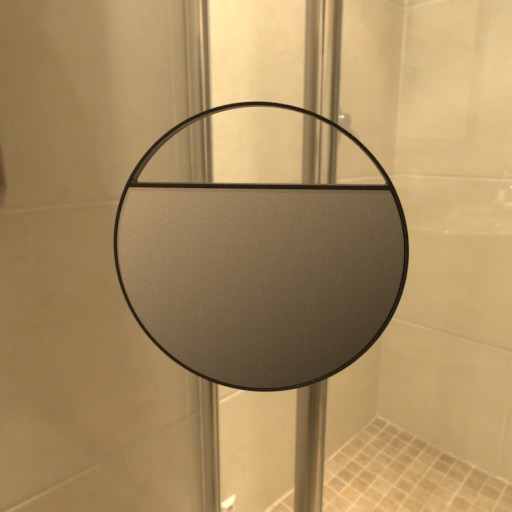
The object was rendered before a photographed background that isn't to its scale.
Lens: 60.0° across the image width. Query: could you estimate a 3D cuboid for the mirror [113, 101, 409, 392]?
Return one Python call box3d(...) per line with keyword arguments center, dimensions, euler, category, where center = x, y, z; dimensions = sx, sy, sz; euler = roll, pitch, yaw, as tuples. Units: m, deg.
box3d(center=(0.000, 0.000, 0.858), dimensions=(0.565, 0.565, 0.032), euler=(2, 14, 7), category="mirror")
